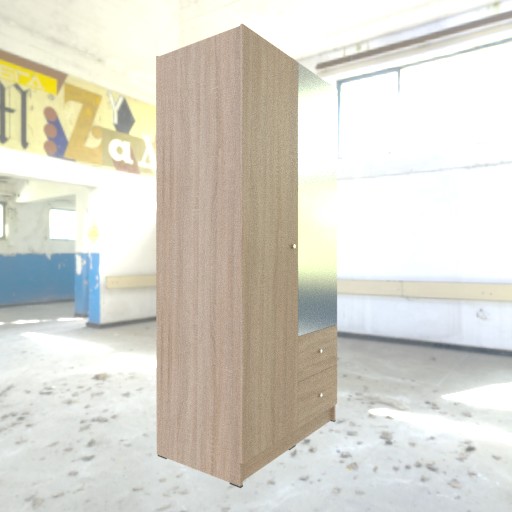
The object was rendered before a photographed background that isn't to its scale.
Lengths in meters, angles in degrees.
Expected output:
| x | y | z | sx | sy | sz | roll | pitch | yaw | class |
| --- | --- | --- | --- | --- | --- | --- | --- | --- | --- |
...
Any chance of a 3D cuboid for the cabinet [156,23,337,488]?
| x | y | z | sx | sy | sz | roll | pitch | yaw | class |
| --- | --- | --- | --- | --- | --- | --- | --- | --- | --- |
| 0.000 | 0.000 | 2.587 | 0.590 | 2.121 | 1.001 | 0 | 0 | 36 | cabinet |
